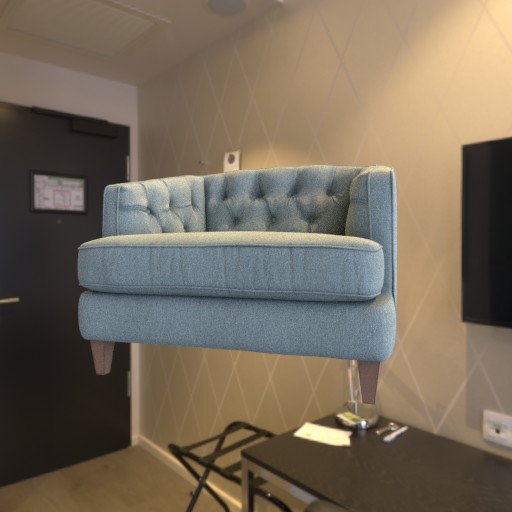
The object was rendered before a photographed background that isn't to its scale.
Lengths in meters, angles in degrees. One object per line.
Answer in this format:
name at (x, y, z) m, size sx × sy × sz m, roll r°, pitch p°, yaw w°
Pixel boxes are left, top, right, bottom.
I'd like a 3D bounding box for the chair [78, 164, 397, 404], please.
chair at (0.000, 0.000, 1.794) m, size 1.094 × 0.852 × 0.945 m, roll 0°, pitch 1°, yaw 18°
